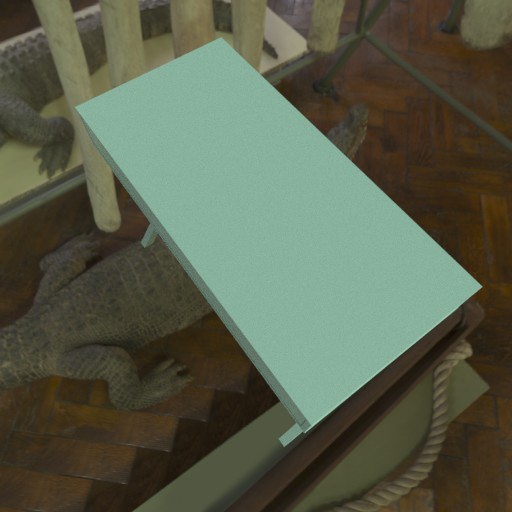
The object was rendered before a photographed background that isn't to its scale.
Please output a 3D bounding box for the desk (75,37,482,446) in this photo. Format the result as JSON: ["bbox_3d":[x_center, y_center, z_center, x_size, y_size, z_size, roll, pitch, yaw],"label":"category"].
[{"bbox_3d":[0.000,0.000,1.483,0.509,0.780,1.059,-33,68,-15],"label":"desk"}]
